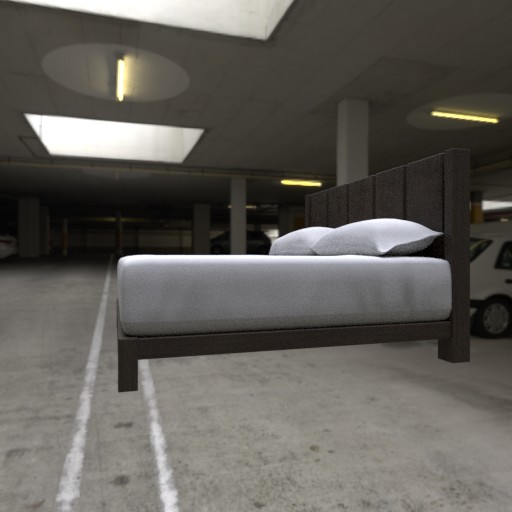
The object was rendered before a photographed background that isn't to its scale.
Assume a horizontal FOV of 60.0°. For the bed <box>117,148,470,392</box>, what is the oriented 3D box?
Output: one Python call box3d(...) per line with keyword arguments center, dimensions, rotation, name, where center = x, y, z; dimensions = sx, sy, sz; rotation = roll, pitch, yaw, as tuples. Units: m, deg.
box3d(center=(0.000, 0.000, 3.366), dimensions=(2.012, 1.270, 2.134), rotation=(0, 0, -18), name="bed")
